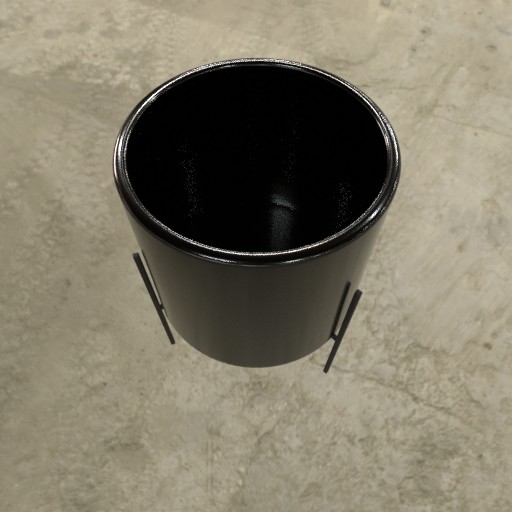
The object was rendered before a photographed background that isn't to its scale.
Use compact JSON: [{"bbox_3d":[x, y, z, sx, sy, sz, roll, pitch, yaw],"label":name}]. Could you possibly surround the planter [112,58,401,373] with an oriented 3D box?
[{"bbox_3d":[0.000,0.000,0.642,0.310,0.432,0.310,-30,62,-17],"label":"planter"}]
